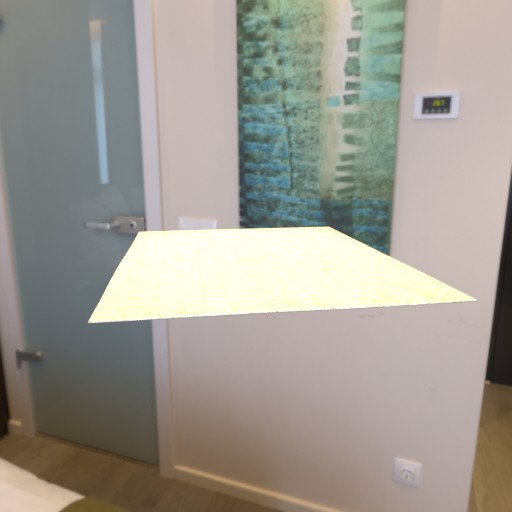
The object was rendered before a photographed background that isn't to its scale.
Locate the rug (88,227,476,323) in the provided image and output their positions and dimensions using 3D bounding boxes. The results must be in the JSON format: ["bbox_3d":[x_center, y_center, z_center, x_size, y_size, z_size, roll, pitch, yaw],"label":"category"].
[{"bbox_3d":[0.000,0.000,4.178,2.447,0.014,3.061,-2,13,-9],"label":"rug"}]
